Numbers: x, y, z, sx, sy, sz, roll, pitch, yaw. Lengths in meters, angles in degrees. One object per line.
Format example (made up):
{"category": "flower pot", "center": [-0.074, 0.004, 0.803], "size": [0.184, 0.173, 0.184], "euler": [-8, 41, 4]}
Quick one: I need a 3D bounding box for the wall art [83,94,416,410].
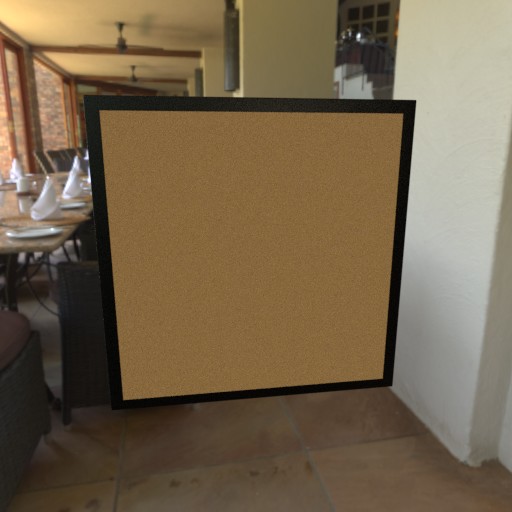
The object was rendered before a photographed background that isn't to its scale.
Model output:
{"category": "wall art", "center": [0.000, 0.000, 0.448], "size": [0.299, 0.299, 0.037], "euler": [-2, 14, -9]}
